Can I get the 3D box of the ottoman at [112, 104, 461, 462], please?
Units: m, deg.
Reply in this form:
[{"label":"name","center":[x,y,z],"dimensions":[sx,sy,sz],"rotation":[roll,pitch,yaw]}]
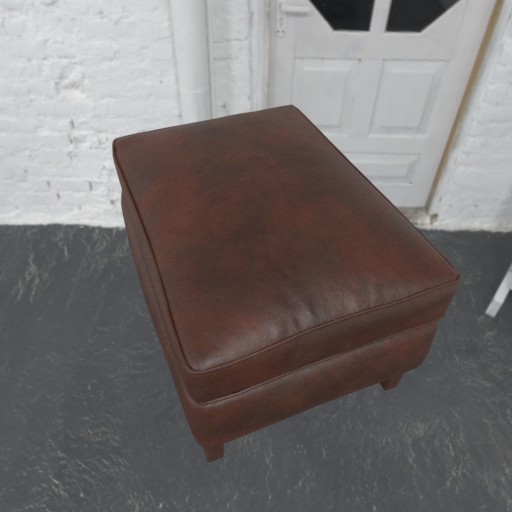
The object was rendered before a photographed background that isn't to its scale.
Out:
[{"label":"ottoman","center":[0.000,0.000,0.968],"dimensions":[0.501,0.432,0.665],"rotation":[-16,47,-15]}]
